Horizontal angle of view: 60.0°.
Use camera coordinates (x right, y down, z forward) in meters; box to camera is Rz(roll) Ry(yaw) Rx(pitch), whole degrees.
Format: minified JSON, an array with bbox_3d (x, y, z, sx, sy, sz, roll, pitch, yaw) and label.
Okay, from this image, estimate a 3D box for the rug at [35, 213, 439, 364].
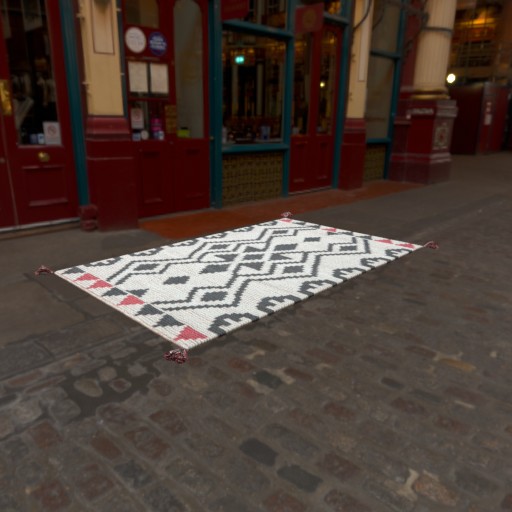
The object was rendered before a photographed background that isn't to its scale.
[{"bbox_3d":[0.000,0.000,3.372,1.741,0.066,2.672,17,24,42],"label":"rug"}]
